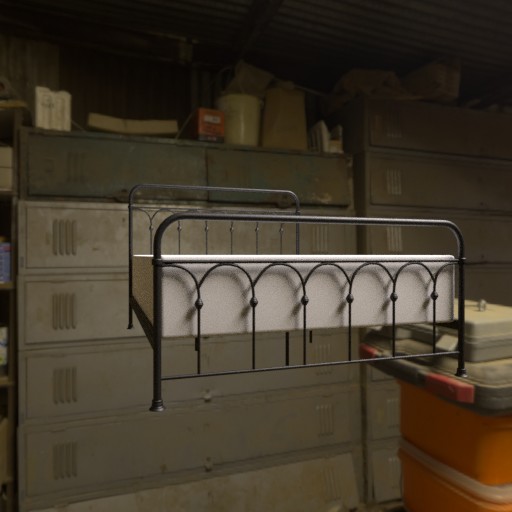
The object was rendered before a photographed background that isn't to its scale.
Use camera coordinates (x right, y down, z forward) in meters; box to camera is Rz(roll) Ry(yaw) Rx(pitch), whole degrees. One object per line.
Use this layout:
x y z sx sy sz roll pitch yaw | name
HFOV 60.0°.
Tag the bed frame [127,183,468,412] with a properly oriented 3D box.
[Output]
0.000 0.000 3.123 1.664 1.276 2.203 0 0 -19 | bed frame
